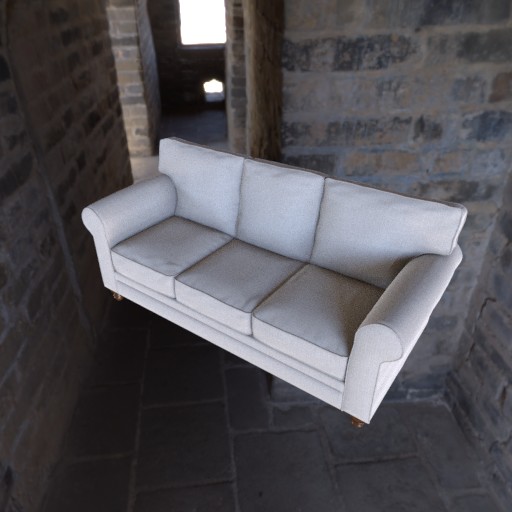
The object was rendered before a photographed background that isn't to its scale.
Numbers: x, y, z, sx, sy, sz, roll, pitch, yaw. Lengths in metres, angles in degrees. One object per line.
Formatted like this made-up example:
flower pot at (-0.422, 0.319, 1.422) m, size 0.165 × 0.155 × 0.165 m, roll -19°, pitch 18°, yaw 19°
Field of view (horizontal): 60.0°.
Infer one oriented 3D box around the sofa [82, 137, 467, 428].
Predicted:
sofa at (0.000, 0.000, 2.629) m, size 2.084 × 0.961 × 0.916 m, roll 20°, pitch 37°, yaw 30°
